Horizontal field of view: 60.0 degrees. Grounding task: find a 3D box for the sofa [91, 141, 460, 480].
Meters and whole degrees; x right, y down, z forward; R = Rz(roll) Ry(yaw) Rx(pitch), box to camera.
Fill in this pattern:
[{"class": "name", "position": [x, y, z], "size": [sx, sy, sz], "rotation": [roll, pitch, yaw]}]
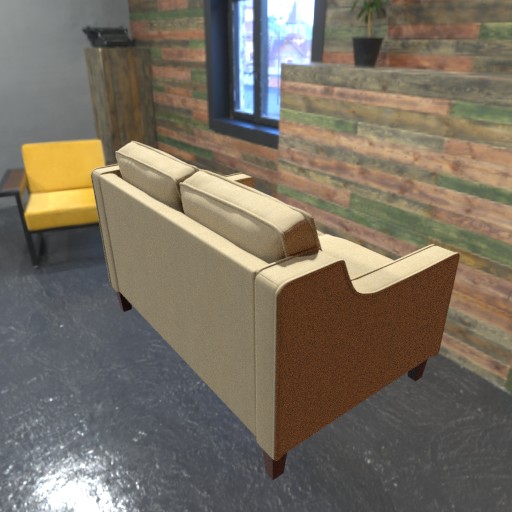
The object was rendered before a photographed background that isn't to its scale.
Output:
[{"class": "sofa", "position": [0.000, 0.000, 2.132], "size": [0.987, 0.971, 1.501], "rotation": [-18, 31, -33]}]
